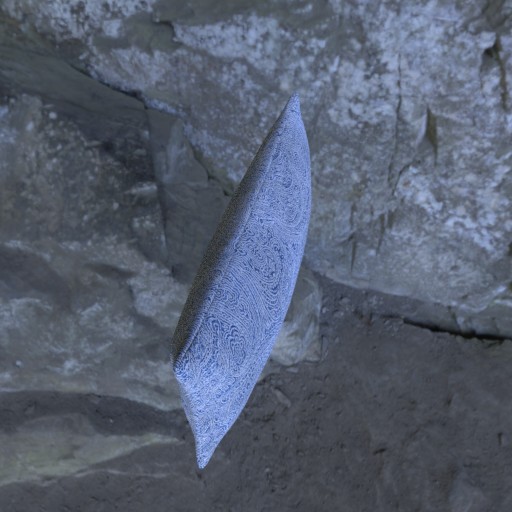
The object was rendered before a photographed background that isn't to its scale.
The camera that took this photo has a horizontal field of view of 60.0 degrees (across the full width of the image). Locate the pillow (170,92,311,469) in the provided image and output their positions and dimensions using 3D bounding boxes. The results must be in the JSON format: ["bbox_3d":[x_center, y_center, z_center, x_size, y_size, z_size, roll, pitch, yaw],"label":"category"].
[{"bbox_3d":[0.000,0.000,0.754,0.151,0.295,0.615,11,48,10],"label":"pillow"}]
